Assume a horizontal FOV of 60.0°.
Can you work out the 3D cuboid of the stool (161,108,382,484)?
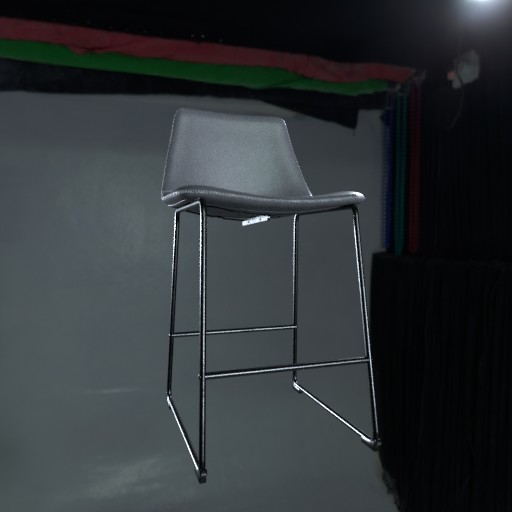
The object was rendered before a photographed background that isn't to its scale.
[{"bbox_3d":[0.000,0.000,1.171,0.470,0.876,0.546,-1,2,-19],"label":"stool"}]
